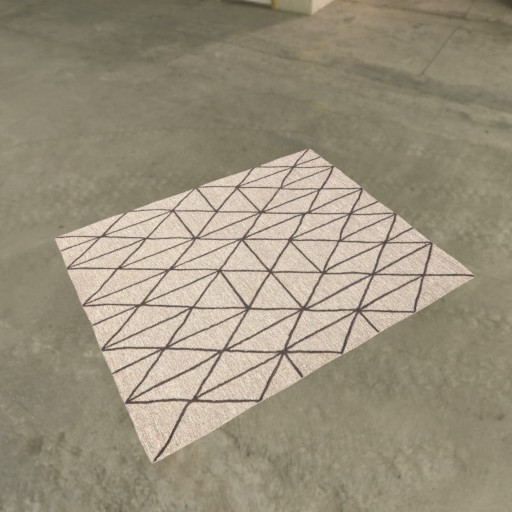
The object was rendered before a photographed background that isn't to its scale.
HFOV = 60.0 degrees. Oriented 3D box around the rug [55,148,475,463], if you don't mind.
[{"bbox_3d":[0.000,0.000,4.075,3.061,0.022,2.468,-24,50,-22],"label":"rug"}]
